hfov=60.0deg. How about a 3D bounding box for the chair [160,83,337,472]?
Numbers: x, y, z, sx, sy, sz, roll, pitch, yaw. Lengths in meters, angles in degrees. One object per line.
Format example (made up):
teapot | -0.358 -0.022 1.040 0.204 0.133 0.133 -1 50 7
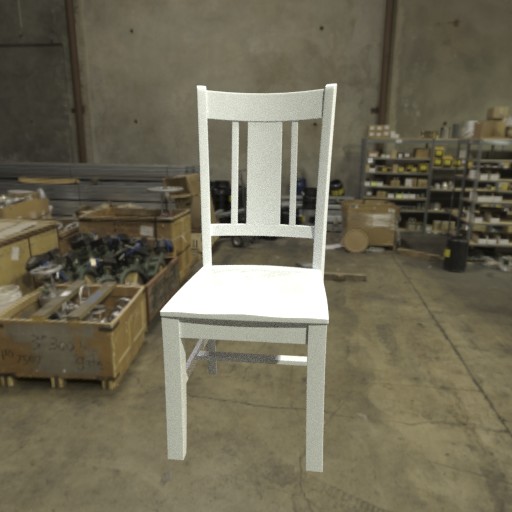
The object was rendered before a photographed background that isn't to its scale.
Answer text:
chair | 0.000 0.000 1.294 0.450 0.998 0.555 2 15 7
